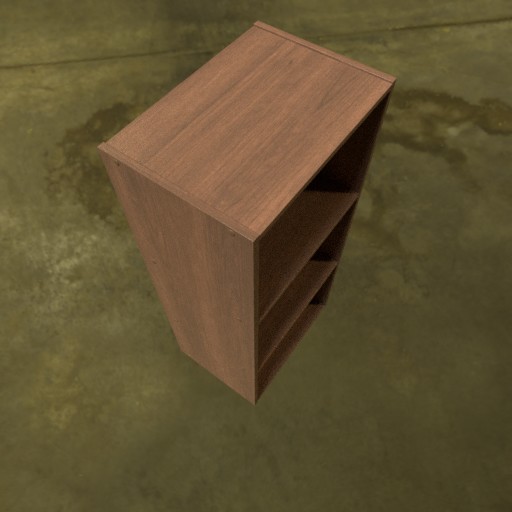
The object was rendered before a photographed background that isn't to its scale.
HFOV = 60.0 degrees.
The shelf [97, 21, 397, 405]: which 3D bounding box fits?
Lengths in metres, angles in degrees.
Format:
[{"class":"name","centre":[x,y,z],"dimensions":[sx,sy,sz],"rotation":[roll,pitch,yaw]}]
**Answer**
[{"class":"shelf","centre":[0.000,0.000,1.079],"dimensions":[0.290,0.879,0.414],"rotation":[32,63,18]}]
